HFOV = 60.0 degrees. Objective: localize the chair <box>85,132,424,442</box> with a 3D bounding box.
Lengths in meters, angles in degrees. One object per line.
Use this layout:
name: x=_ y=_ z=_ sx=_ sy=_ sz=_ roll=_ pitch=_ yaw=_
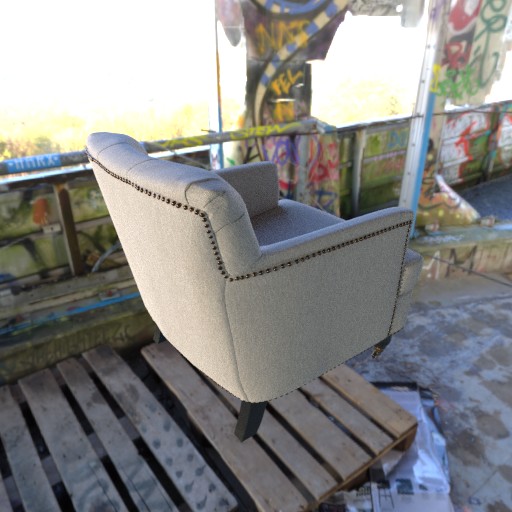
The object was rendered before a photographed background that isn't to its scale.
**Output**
chair: x=0.000 y=0.000 z=1.503 sx=0.902 sy=0.823 sz=0.737 roll=-18 pitch=32 yaw=-32
